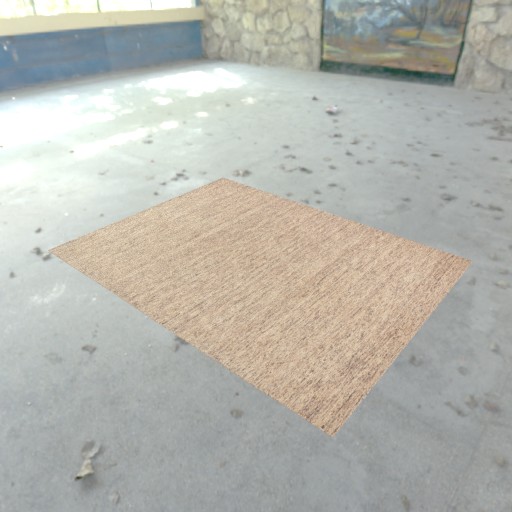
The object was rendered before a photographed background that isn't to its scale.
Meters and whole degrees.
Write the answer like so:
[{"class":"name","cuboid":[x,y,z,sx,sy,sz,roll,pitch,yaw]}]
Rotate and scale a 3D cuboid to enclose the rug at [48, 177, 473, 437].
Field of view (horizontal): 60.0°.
[{"class":"rug","cuboid":[0.000,0.000,4.199,3.205,0.013,2.448,24,39,33]}]
